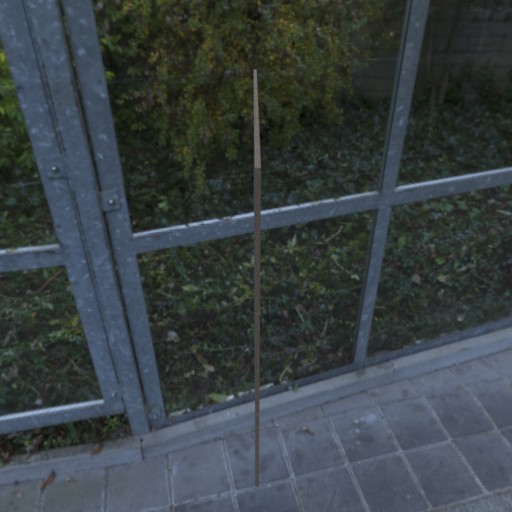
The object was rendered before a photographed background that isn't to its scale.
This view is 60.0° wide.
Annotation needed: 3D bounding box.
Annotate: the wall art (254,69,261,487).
[{"bbox_3d":[0.000,0.000,1.799,0.013,1.216,1.216,0,32,0],"label":"wall art"}]
